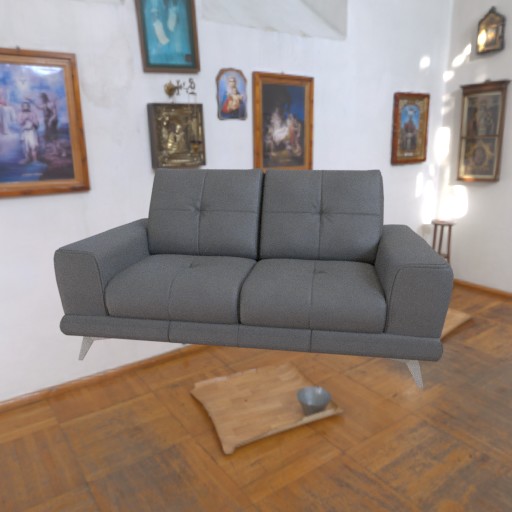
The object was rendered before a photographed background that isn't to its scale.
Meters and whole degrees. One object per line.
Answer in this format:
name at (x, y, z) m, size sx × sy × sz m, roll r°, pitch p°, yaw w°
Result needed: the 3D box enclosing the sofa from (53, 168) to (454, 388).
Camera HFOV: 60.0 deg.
sofa at (0.000, 0.000, 2.399) m, size 1.806 × 0.907 × 1.018 m, roll 2°, pitch 14°, yaw 9°
